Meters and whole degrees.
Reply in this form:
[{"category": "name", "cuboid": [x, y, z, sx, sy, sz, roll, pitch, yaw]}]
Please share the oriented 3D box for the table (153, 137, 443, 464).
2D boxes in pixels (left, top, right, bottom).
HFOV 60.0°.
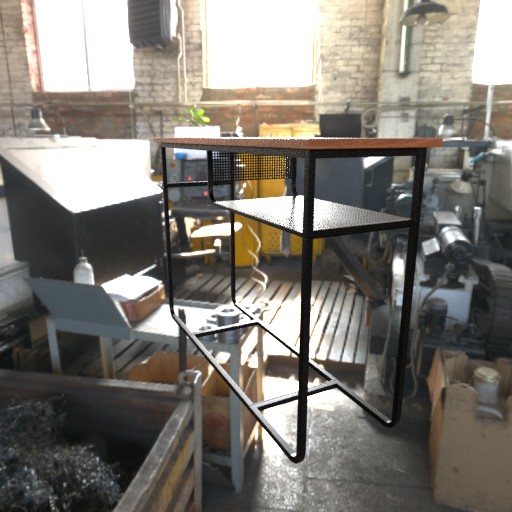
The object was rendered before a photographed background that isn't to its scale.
[{"category": "table", "cuboid": [0.000, 0.000, 1.455, 0.350, 0.750, 1.100, -8, 17, -26]}]
